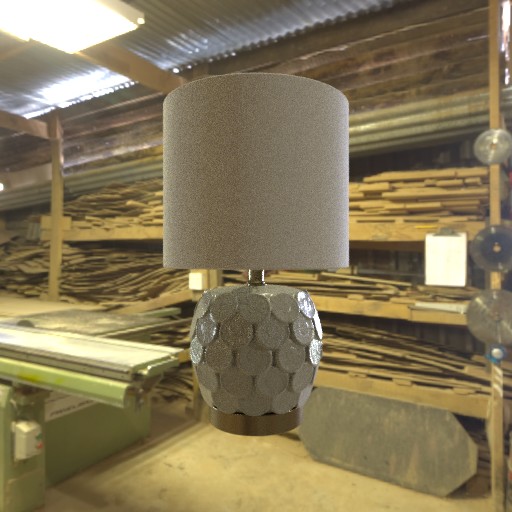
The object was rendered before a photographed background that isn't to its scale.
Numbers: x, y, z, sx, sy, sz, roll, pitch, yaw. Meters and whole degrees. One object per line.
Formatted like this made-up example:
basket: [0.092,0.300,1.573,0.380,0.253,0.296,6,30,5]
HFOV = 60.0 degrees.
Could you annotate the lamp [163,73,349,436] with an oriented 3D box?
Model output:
lamp: [0.000,0.000,0.620,0.254,0.452,0.254,0,0,0]
